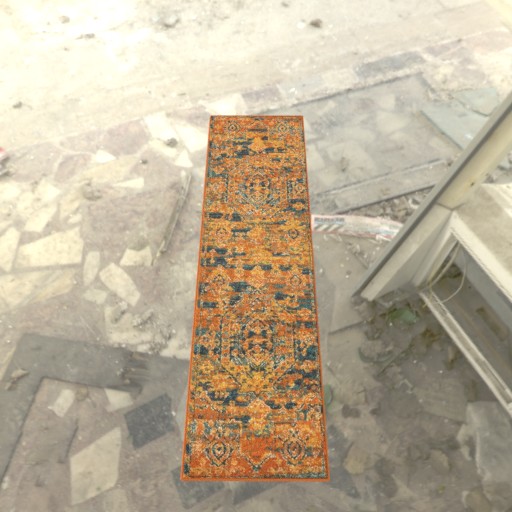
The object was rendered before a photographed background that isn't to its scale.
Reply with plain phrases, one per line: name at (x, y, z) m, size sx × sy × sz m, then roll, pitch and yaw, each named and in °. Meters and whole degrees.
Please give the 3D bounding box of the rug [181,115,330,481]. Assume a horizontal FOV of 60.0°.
rug at (0.000, 0.000, 2.505) m, size 0.651 × 0.016 × 2.274 m, roll 0°, pitch 59°, yaw 0°
